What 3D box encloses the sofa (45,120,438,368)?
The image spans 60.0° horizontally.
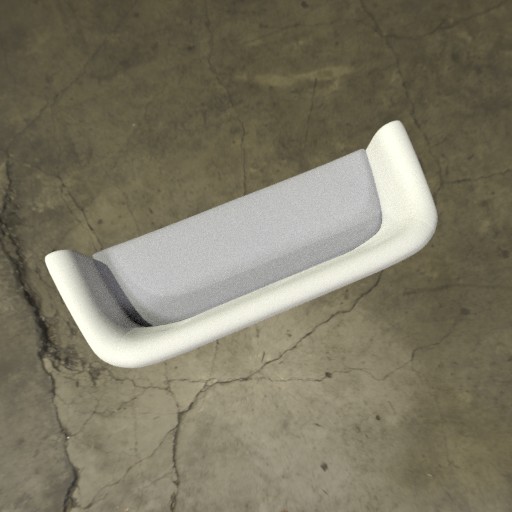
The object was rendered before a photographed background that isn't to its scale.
[{"bbox_3d":[0.000,0.000,2.602,2.160,0.795,0.827,-22,77,-5],"label":"sofa"}]
